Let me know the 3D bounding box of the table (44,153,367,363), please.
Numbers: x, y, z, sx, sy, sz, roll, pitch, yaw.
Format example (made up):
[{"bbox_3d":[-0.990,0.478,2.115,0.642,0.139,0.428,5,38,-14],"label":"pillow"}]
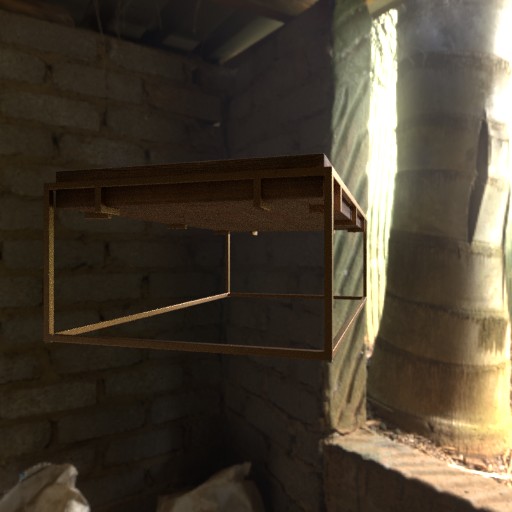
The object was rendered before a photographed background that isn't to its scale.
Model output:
[{"bbox_3d":[0.000,0.000,1.745,0.775,0.468,1.387,0,0,17],"label":"table"}]
